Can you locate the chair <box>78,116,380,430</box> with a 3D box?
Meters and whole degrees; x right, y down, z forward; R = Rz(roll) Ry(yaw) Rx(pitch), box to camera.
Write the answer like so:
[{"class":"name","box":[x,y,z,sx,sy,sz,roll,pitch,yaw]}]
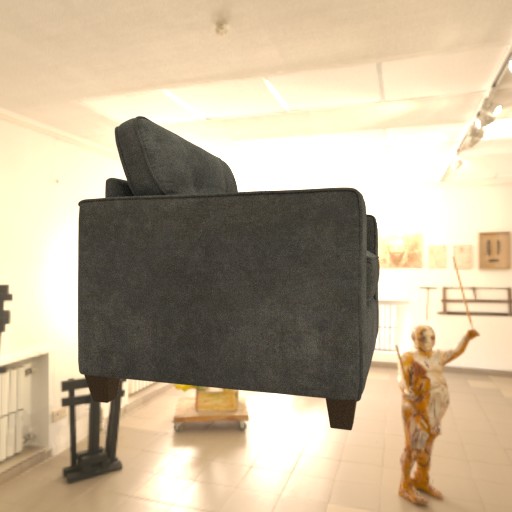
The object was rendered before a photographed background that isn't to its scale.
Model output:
[{"class":"chair","box":[0.000,0.000,1.775,0.939,0.965,1.015,0,0,18]}]
